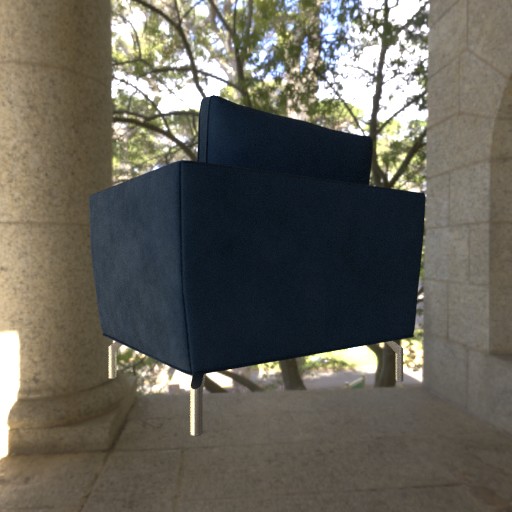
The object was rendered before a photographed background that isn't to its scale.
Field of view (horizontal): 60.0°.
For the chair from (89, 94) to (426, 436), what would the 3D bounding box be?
[{"bbox_3d":[0.000,0.000,1.591,0.977,0.893,0.746,0,0,-36],"label":"chair"}]
